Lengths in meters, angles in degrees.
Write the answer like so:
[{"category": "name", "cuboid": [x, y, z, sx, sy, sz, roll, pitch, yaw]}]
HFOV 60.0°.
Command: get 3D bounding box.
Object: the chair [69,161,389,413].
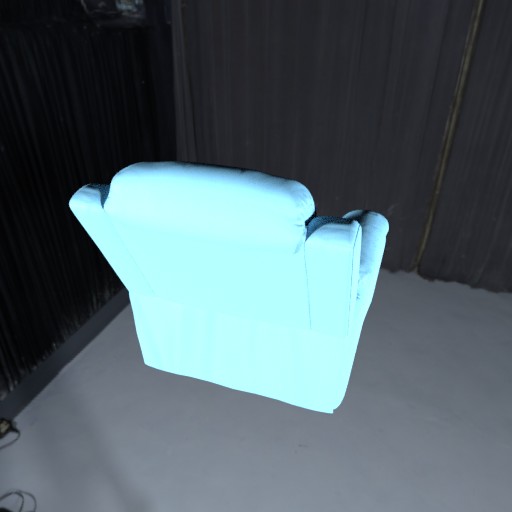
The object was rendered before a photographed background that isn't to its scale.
[{"category": "chair", "cuboid": [0.000, 0.000, 1.246, 0.680, 0.702, 0.709, 10, 32, 16]}]
